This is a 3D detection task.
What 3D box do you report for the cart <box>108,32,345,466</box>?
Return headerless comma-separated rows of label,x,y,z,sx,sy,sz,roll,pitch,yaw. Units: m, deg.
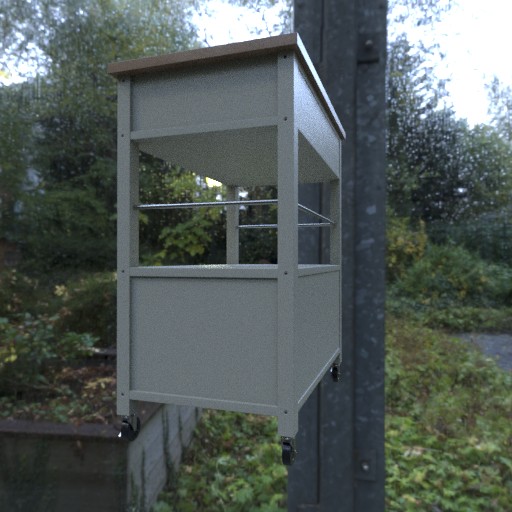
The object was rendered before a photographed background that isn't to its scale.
cart,0.000,0.000,1.365,0.459,0.901,0.840,0,0,19
